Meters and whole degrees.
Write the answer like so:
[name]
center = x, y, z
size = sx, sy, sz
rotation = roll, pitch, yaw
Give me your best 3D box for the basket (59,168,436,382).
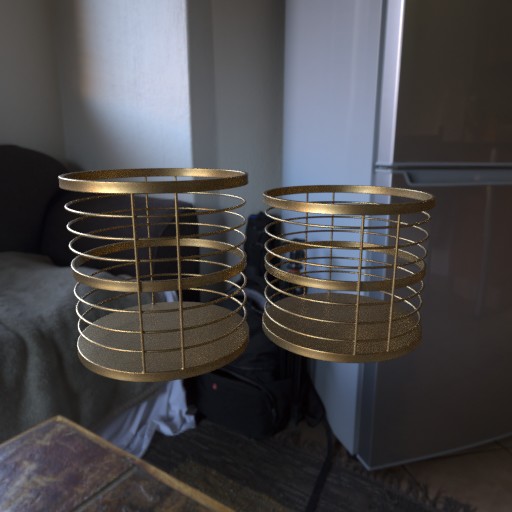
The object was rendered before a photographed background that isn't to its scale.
[basket]
center = 0.000, 0.000, 0.942
size = 0.746, 0.351, 0.356
rotation = -3, 15, -10
